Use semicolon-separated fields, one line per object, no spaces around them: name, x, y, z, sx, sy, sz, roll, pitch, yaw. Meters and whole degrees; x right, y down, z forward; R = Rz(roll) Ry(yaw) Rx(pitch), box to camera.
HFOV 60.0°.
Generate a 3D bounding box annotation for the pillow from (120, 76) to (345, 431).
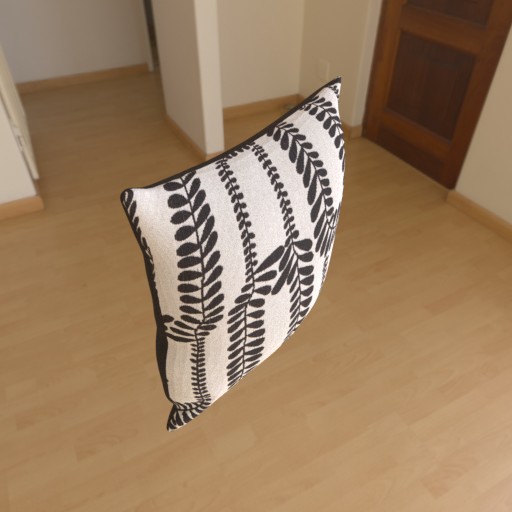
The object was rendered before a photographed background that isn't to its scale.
pillow;0.000;0.000;0.685;0.182;0.441;0.440;26;47;27
